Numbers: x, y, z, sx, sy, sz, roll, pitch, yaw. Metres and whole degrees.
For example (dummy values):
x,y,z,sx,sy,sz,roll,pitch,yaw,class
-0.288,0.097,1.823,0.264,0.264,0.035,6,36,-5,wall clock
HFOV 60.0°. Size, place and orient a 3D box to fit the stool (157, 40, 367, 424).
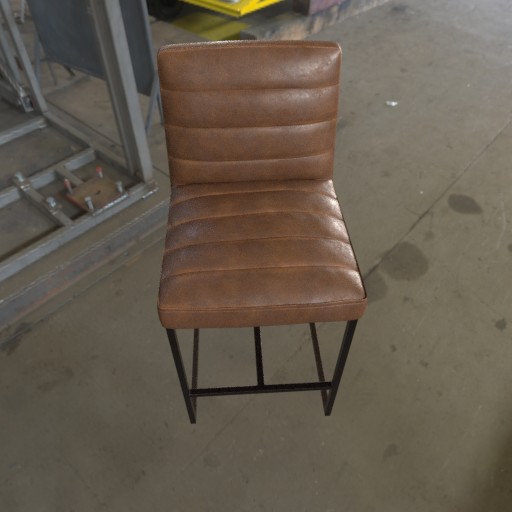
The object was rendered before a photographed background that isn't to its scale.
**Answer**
x,y,z,sx,sy,sz,roll,pitch,yaw,class
0.000,0.000,1.217,0.463,0.942,0.562,-2,47,-2,stool
